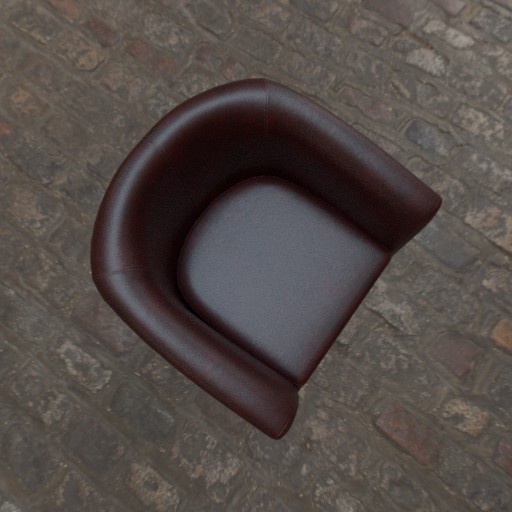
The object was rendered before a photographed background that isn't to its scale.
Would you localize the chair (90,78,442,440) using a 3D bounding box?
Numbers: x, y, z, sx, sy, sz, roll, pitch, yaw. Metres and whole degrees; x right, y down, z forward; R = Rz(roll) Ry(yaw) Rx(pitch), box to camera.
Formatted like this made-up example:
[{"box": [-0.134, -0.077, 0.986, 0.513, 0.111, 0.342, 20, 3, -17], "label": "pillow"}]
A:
[{"box": [0.000, 0.000, 1.413, 0.727, 0.756, 0.792, 36, 78, 9], "label": "chair"}]
